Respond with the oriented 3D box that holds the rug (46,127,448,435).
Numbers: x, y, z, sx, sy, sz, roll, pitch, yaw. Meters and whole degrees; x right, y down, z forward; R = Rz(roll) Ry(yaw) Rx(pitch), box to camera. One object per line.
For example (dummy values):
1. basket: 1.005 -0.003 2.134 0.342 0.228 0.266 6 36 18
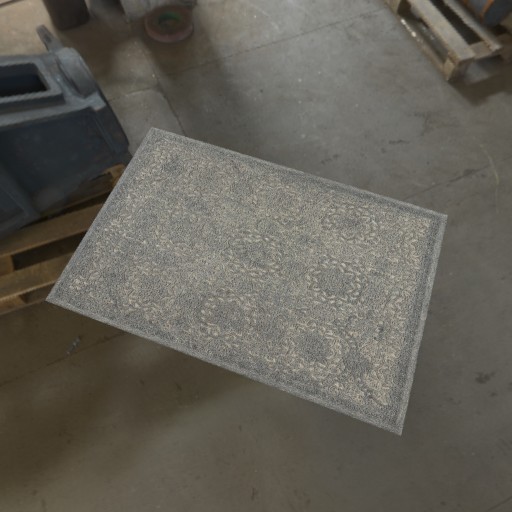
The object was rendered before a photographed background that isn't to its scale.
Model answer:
1. rug: 0.000 0.000 2.348 1.819 0.012 1.208 18 66 9
